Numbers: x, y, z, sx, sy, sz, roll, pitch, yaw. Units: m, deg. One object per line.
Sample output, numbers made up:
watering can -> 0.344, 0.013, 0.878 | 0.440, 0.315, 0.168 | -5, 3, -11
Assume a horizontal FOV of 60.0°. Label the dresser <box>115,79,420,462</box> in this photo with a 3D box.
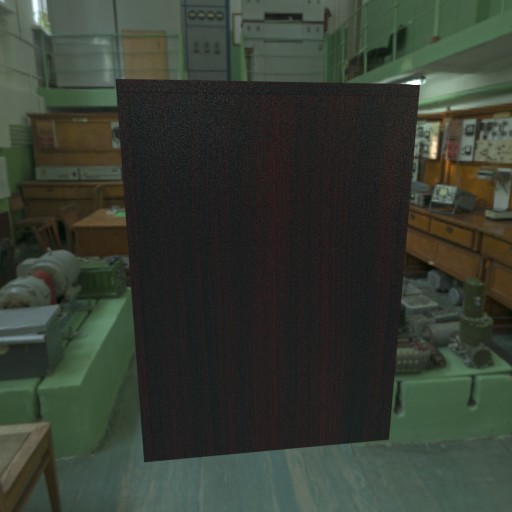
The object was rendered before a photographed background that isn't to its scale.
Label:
dresser -> 0.000, 0.000, 0.817 | 0.400, 0.560, 0.360 | -2, 15, -7
